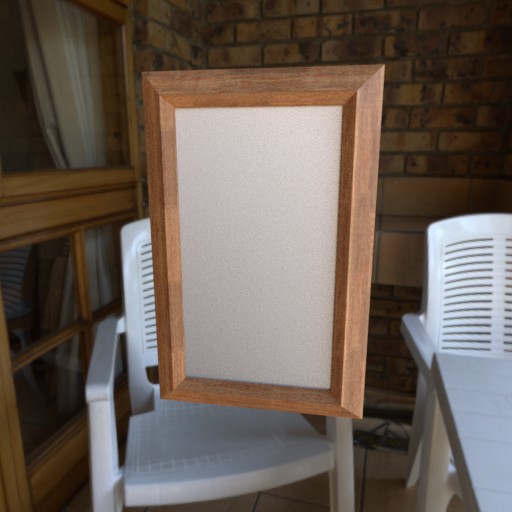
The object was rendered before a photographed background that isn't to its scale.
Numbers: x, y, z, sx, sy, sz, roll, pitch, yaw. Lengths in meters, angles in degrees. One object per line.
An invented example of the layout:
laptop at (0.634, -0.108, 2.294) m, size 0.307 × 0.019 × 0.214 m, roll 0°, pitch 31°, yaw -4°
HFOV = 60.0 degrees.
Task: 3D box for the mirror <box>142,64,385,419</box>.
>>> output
mirror at (0.000, 0.000, 1.268) m, size 0.651 × 1.010 × 0.047 m, roll 2°, pitch 14°, yaw 10°
